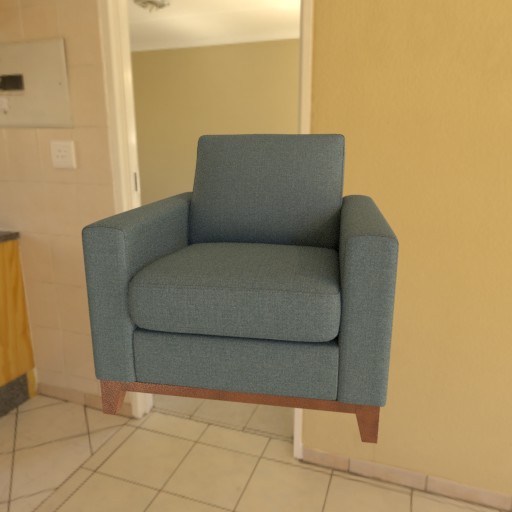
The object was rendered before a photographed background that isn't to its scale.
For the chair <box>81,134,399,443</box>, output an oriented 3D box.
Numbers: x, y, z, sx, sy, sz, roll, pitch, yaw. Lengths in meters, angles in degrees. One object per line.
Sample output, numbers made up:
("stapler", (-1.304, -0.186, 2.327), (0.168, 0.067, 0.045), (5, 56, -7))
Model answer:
("chair", (0.000, 0.000, 1.879), (1.024, 1.010, 1.038), (2, 15, 10))
